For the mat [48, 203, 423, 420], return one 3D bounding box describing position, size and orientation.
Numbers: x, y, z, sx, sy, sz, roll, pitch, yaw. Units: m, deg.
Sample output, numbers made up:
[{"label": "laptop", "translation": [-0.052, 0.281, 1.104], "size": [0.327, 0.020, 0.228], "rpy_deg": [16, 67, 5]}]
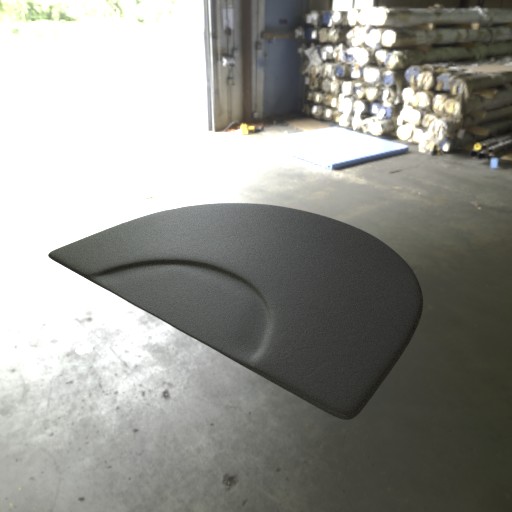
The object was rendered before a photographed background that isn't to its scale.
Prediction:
[{"label": "mat", "translation": [0.000, 0.000, 1.576], "size": [1.220, 0.016, 0.917], "rpy_deg": [21, 35, 33]}]
